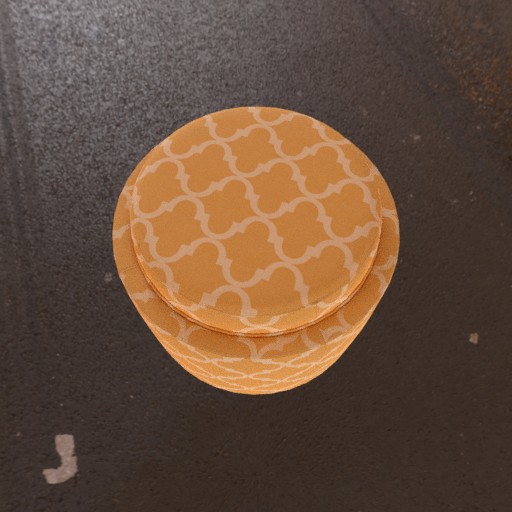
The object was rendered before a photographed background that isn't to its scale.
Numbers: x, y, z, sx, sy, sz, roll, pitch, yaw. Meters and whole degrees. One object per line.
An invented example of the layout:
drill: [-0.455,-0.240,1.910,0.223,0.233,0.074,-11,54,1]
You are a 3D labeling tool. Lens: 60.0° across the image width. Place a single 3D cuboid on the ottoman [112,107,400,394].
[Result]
ottoman: [0.000,0.000,0.860,0.480,0.429,0.480,0,64,0]
